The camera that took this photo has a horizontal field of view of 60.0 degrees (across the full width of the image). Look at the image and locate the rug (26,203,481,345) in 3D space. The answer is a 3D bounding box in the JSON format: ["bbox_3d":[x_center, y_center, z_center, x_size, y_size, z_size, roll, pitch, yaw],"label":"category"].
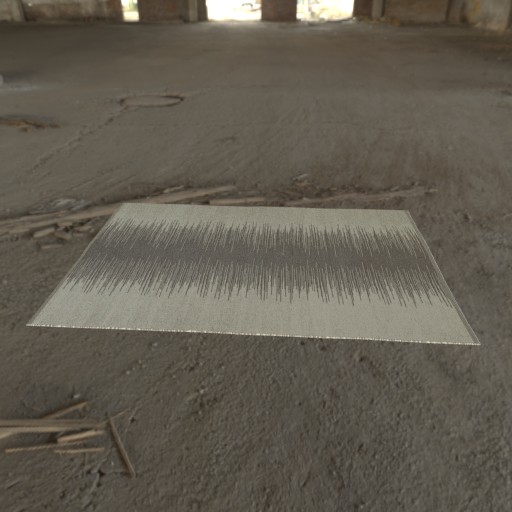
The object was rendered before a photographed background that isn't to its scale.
[{"bbox_3d":[0.000,0.000,2.278,1.815,0.007,1.226,2,31,3],"label":"rug"}]
